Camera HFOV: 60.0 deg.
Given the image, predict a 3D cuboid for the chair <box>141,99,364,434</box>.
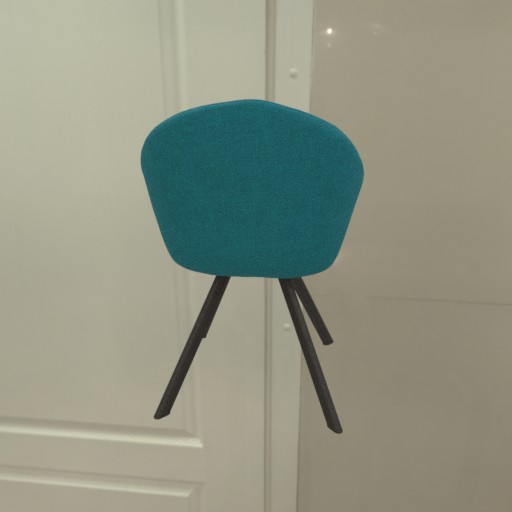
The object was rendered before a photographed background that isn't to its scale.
[{"bbox_3d":[0.000,0.000,1.190,0.545,0.775,0.565,2,18,6],"label":"chair"}]
